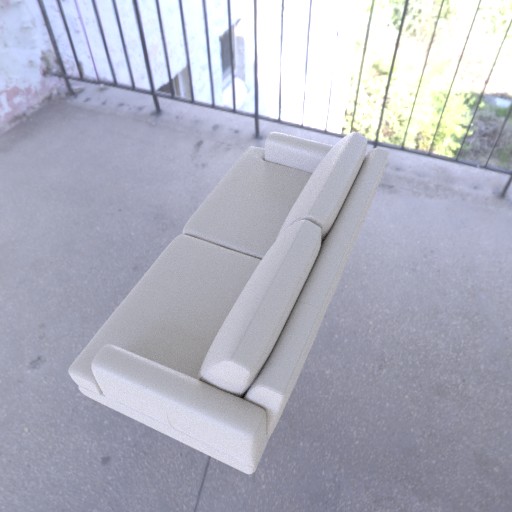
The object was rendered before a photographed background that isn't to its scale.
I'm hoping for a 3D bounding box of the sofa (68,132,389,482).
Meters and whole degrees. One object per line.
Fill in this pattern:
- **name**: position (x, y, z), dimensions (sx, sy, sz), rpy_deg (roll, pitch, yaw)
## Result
- **sofa**: position (0.000, 0.000, 2.396), dimensions (0.974, 0.765, 1.940), rpy_deg (18, 50, 16)
